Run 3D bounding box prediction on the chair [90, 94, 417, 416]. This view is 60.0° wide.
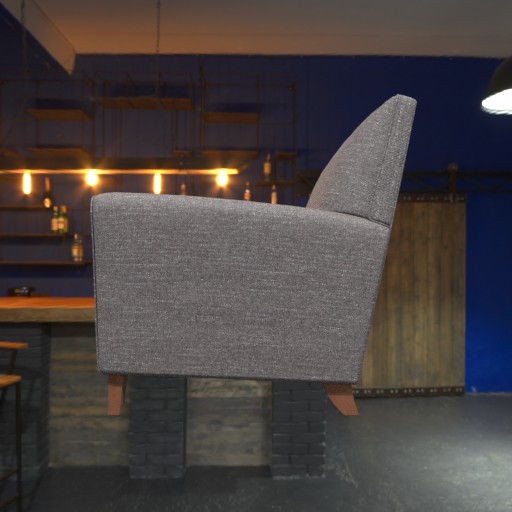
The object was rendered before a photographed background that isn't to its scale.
[{"bbox_3d":[0.000,0.000,1.580,0.875,0.885,0.838,0,1,0],"label":"chair"}]
